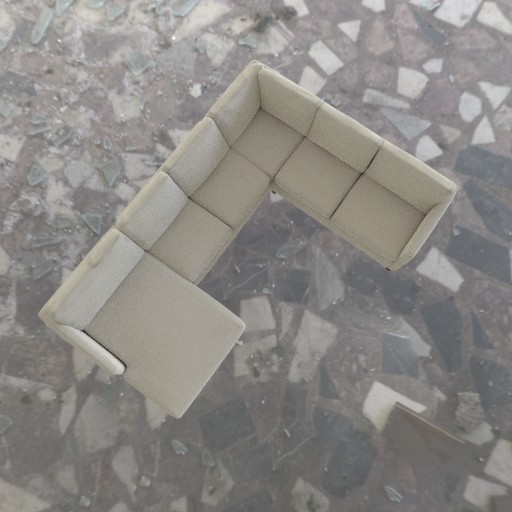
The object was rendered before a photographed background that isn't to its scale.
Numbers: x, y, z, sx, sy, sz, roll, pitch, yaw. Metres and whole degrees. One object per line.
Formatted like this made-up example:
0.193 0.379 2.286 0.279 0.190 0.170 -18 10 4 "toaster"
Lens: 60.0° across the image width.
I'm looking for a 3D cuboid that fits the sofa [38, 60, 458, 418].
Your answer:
0.000 0.000 4.501 2.593 0.956 3.459 35 79 8 "sofa"
